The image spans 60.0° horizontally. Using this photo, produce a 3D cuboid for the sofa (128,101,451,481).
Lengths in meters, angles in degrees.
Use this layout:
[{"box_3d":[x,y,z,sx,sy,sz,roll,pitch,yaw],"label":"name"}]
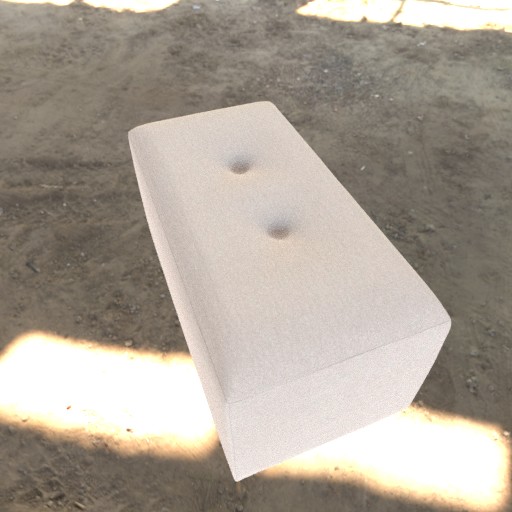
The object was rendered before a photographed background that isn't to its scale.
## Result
[{"box_3d":[0.000,0.000,1.204,0.480,0.470,0.930,-16,49,-14],"label":"sofa"}]
